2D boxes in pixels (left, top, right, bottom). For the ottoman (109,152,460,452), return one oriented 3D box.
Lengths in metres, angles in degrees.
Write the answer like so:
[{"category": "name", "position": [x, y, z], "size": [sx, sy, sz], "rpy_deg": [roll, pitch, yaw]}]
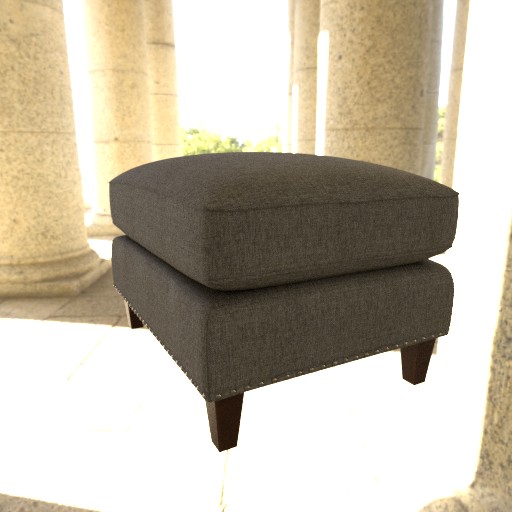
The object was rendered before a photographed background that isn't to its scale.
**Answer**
[{"category": "ottoman", "position": [0.000, 0.000, 1.120], "size": [0.584, 0.513, 0.741], "rpy_deg": [-7, 15, -28]}]
